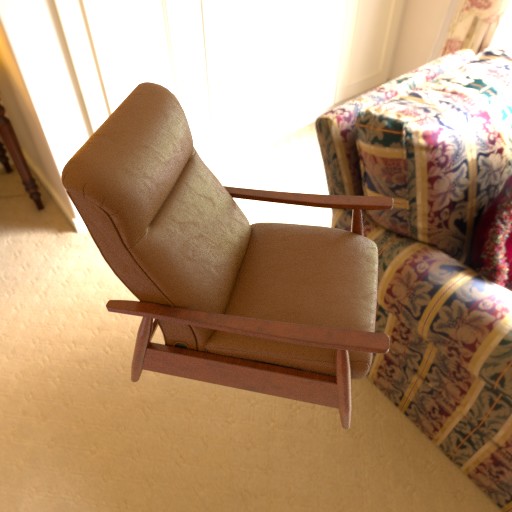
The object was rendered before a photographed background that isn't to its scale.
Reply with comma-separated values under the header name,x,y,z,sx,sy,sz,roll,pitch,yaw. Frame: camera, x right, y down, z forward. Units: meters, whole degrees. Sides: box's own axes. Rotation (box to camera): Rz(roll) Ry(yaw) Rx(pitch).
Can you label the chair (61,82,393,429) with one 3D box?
name,x,y,z,sx,sy,sz,roll,pitch,yaw
chair,0.000,0.000,1.746,1.014,1.082,0.762,9,47,9
